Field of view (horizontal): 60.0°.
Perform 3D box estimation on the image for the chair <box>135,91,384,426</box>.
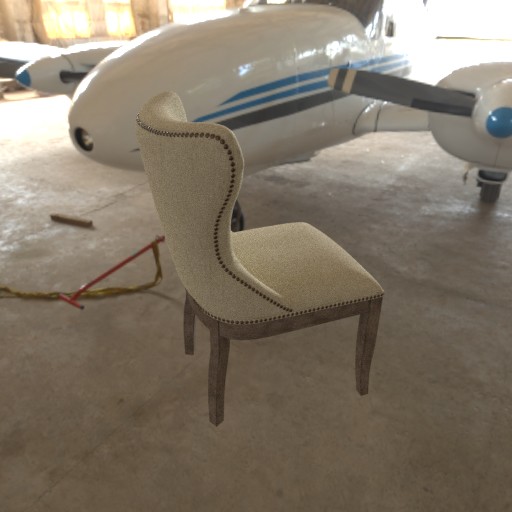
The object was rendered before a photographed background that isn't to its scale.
[{"bbox_3d":[0.000,0.000,1.495,0.681,1.002,0.654,-10,30,-18],"label":"chair"}]
